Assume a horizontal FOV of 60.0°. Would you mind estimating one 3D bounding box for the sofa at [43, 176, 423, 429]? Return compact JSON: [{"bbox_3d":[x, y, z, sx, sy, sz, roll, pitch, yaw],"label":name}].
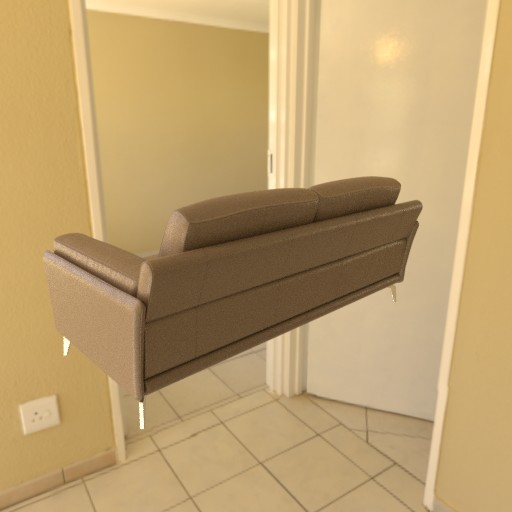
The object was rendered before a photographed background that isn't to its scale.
[{"bbox_3d":[0.000,0.000,2.658,2.101,0.930,1.049,-15,22,-41],"label":"sofa"}]
